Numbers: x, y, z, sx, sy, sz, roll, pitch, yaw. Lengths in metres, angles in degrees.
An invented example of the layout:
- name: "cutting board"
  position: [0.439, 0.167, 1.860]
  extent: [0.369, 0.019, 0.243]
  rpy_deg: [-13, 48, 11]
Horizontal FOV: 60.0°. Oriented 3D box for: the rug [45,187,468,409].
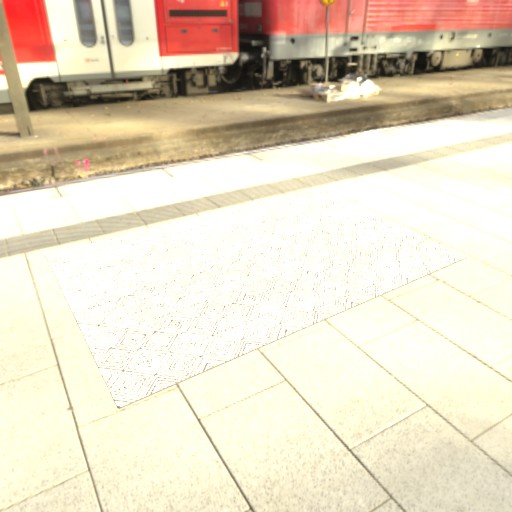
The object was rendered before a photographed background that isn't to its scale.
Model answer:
- name: "rug"
  position: [0.000, 0.000, 2.232]
  extent: [1.783, 0.008, 1.175]
  rpy_deg: [-17, 34, -28]
